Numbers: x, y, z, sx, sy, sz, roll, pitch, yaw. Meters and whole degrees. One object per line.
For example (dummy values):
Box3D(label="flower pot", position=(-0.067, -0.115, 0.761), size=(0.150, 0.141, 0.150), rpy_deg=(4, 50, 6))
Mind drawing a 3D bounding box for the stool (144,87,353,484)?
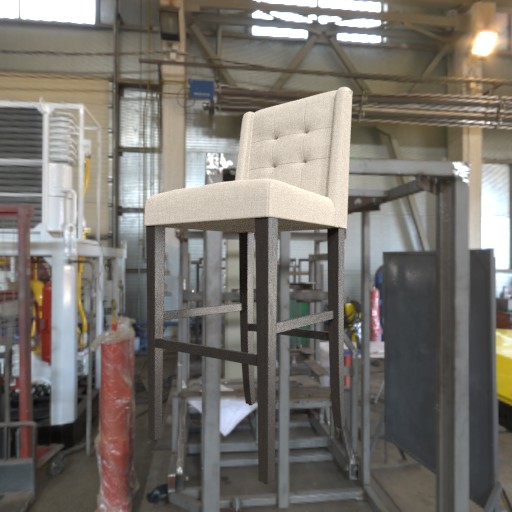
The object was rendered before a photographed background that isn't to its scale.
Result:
Box3D(label="stool", position=(0.000, 0.000, 1.399), size=(0.474, 1.116, 0.509), rpy_deg=(0, -1, 38))
